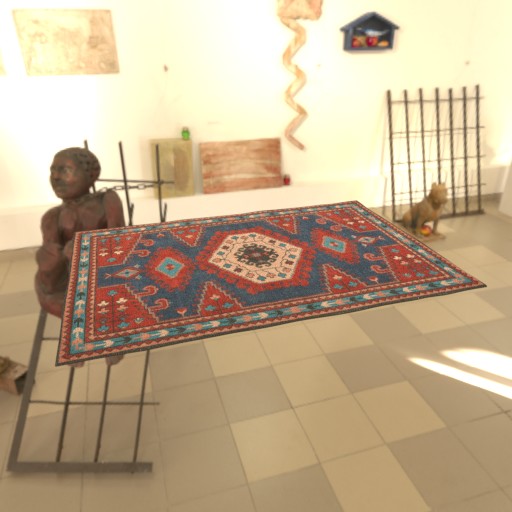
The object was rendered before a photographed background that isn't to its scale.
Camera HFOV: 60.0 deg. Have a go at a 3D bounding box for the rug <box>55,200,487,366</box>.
[{"bbox_3d":[0.000,0.000,2.271,1.820,0.012,1.207,-8,28,-15],"label":"rug"}]
